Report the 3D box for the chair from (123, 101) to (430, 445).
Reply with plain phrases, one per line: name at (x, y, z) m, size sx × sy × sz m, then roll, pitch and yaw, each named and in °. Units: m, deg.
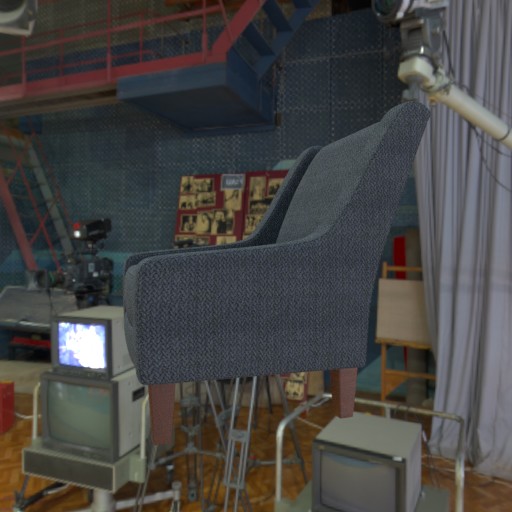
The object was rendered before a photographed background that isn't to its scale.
chair at (0.000, 0.000, 1.661) m, size 0.944 × 1.012 × 0.793 m, roll 0°, pitch 1°, yaw -19°
